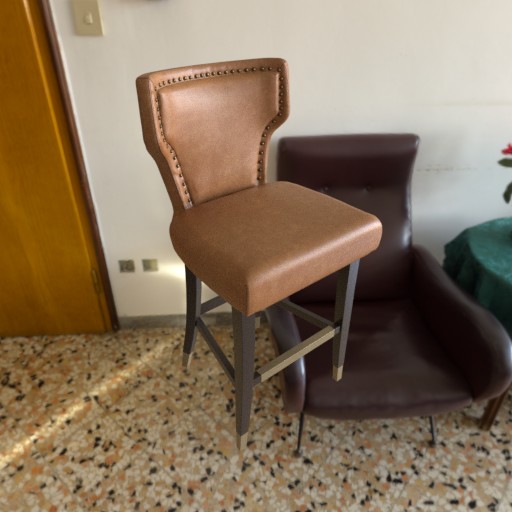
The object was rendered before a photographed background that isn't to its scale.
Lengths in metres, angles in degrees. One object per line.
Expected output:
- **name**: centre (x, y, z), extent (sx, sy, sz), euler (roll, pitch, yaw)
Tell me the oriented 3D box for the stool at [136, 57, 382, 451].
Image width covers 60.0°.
- **stool**: centre (0.000, 0.000, 1.413), extent (0.526, 1.092, 0.563), euler (-24, 39, -32)
